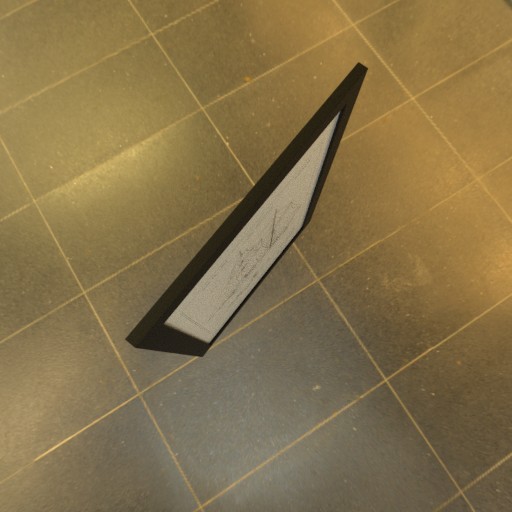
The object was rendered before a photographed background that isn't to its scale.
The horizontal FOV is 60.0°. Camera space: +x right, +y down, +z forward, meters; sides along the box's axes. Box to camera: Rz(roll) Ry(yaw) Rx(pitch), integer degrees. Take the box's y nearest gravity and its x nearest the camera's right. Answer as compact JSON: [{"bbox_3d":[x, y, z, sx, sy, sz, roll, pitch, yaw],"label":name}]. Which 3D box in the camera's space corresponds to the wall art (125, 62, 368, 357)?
[{"bbox_3d":[0.000,0.000,0.608,0.011,0.459,0.326,37,79,8],"label":"wall art"}]
